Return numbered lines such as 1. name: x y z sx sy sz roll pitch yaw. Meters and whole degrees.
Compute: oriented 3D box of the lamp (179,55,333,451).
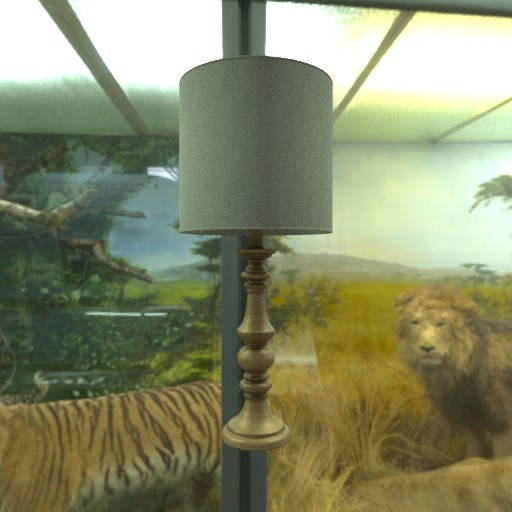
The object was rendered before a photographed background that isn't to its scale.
1. lamp: 0.000 0.000 0.734 0.250 0.597 0.250 -1 1 -36
